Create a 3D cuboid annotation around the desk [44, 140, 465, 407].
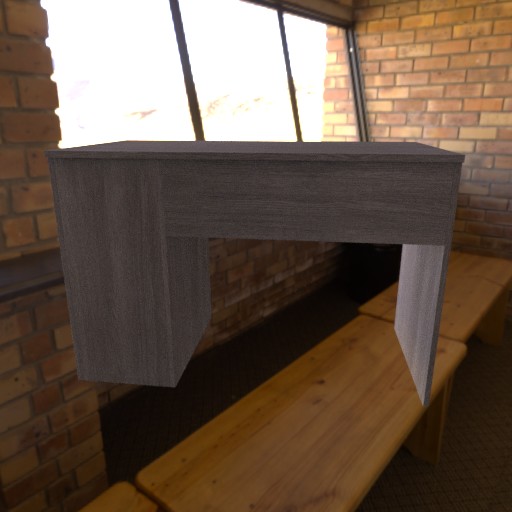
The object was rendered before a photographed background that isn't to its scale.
[{"bbox_3d":[0.000,0.000,1.518,1.097,0.735,0.560,2,18,7],"label":"desk"}]
